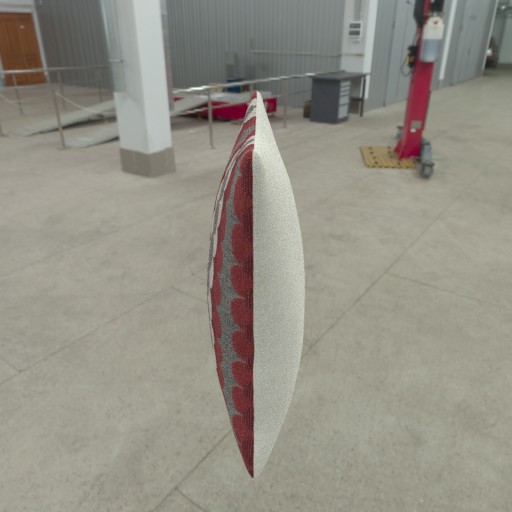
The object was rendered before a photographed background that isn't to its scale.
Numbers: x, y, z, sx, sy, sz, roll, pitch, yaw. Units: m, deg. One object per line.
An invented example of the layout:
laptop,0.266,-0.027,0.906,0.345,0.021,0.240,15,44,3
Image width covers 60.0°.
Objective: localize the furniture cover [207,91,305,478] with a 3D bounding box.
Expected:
furniture cover,0.000,0.000,0.662,0.145,0.420,0.435,0,26,1
